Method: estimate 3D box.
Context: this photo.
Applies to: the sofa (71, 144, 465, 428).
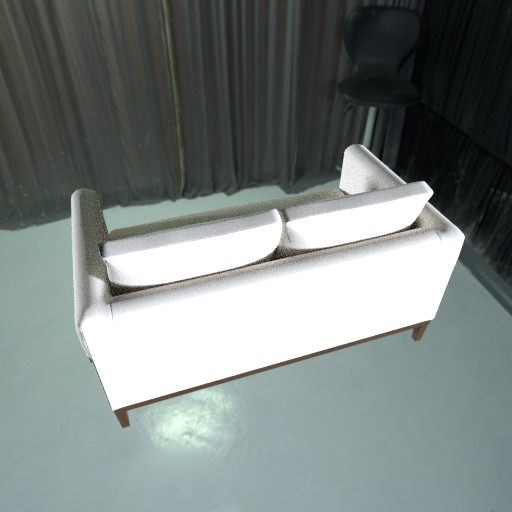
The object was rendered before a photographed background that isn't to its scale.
[{"bbox_3d":[0.000,0.000,2.152,1.598,0.873,0.905,-12,42,-14],"label":"sofa"}]
